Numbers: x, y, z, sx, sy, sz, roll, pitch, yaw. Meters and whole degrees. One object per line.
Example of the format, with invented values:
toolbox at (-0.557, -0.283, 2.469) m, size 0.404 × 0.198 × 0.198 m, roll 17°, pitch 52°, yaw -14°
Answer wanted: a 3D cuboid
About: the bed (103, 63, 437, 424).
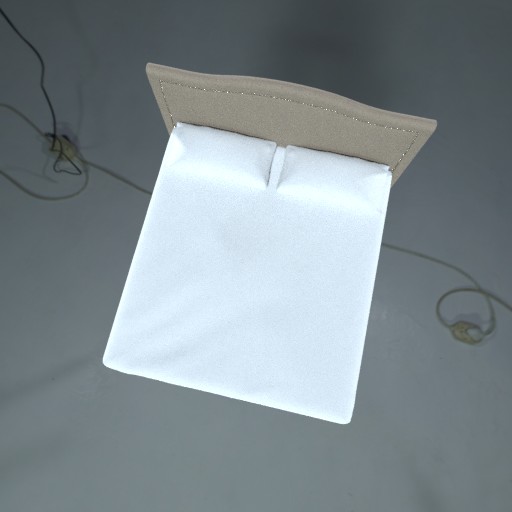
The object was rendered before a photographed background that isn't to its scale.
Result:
bed at (0.000, 0.000, 3.449) m, size 2.083 × 1.421 × 2.182 m, roll 13°, pitch 76°, yaw 3°
